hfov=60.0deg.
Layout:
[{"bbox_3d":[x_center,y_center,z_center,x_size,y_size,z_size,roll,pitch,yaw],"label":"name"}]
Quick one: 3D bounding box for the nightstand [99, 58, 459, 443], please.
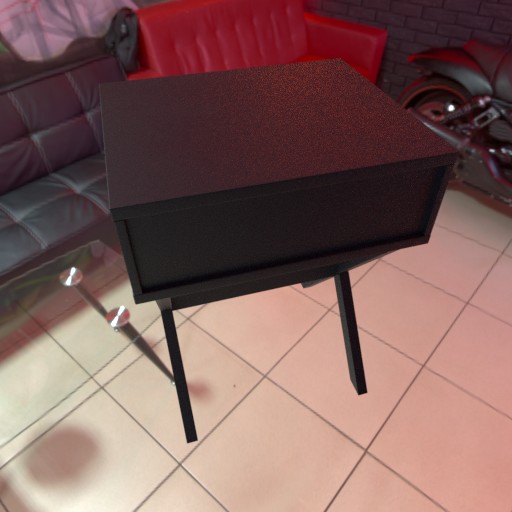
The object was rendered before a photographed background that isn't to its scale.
[{"bbox_3d":[0.000,0.000,0.924,0.479,0.623,0.402,-11,43,-12],"label":"nightstand"}]
